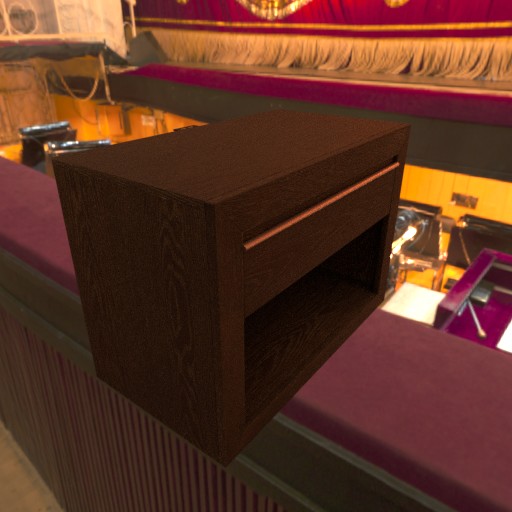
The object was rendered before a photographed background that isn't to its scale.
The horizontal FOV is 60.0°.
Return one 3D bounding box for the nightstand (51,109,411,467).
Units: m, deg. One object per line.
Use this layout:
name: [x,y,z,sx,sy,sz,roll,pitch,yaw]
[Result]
nightstand: [0.000,0.000,1.160,0.457,0.612,0.775,19,32,33]
